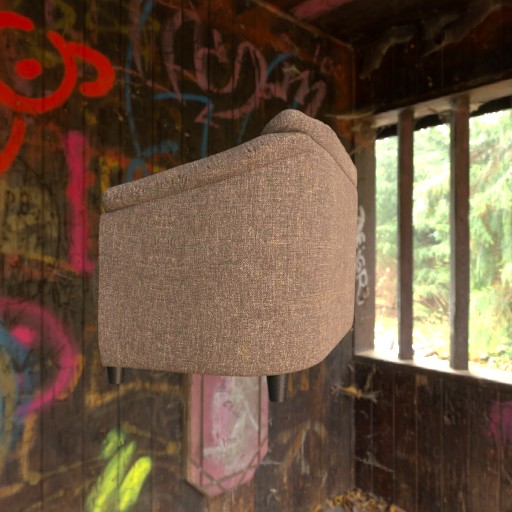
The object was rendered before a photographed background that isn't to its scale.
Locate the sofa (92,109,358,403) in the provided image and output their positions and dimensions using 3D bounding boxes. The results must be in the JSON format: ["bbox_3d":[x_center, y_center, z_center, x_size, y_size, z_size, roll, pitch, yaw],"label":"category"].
[{"bbox_3d":[0.000,0.000,1.951,0.799,0.895,1.404,0,0,19],"label":"sofa"}]
